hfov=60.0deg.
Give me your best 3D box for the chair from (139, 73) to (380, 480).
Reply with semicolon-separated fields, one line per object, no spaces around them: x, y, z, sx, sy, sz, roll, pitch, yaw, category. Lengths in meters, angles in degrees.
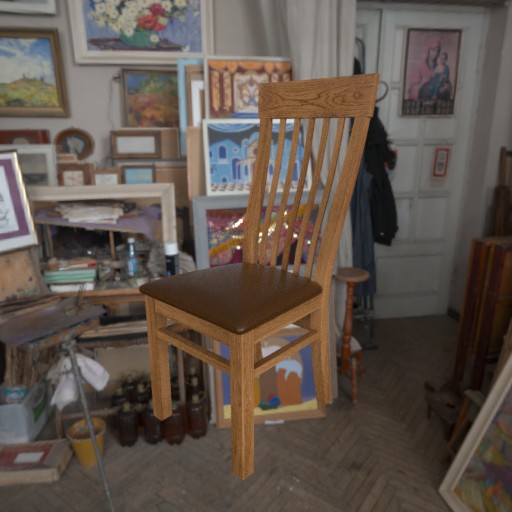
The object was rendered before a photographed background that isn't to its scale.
0.000;0.000;1.357;0.450;1.050;0.580;15;22;41;chair
